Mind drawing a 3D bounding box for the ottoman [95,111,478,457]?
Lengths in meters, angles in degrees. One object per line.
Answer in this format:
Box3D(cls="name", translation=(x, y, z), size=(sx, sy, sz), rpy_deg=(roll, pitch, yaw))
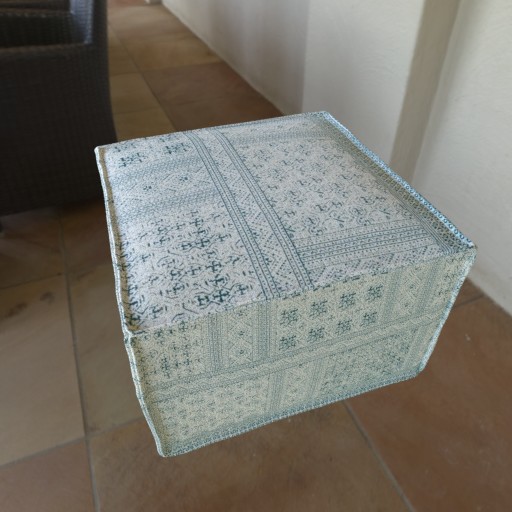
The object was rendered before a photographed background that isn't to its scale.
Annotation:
Box3D(cls="ottoman", translation=(0.000, 0.000, 1.033), size=(0.617, 0.439, 0.626), rpy_deg=(-13, 43, -14))
